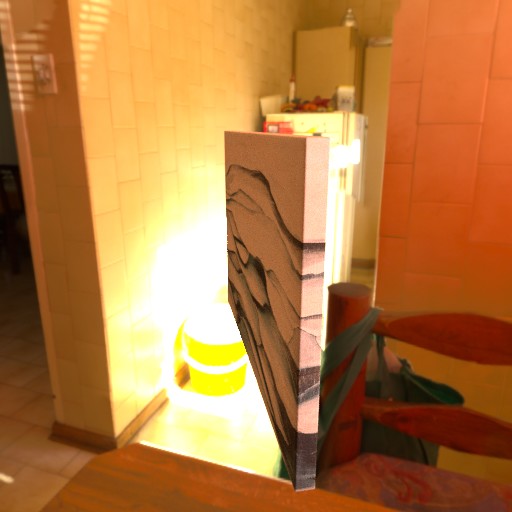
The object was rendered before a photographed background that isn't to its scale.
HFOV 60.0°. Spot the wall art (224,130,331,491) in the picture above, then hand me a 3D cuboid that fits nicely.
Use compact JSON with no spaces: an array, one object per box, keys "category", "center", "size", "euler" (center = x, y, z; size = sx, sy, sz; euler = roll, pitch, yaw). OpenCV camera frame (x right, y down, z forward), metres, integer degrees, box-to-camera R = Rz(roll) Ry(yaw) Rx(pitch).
[{"category":"wall art","center":[0.000,0.000,1.134],"size":[0.039,0.609,0.914],"euler":[-3,17,-11]}]
